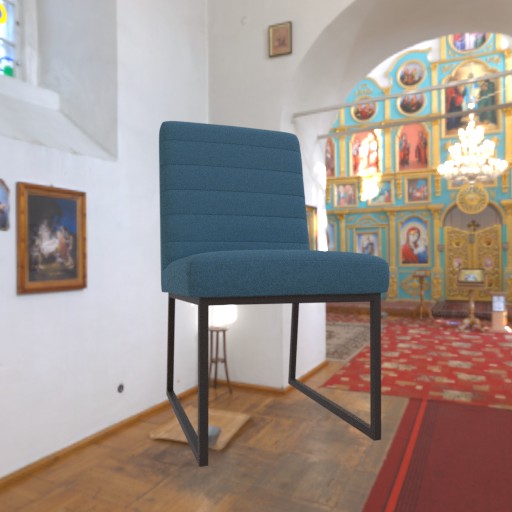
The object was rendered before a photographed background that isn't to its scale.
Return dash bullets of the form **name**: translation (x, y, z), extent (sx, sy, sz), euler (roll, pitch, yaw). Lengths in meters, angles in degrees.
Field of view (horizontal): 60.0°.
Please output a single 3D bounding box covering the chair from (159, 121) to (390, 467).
- **chair**: translation (0.000, 0.000, 1.328), extent (0.520, 0.930, 0.634), euler (0, -1, -19)
